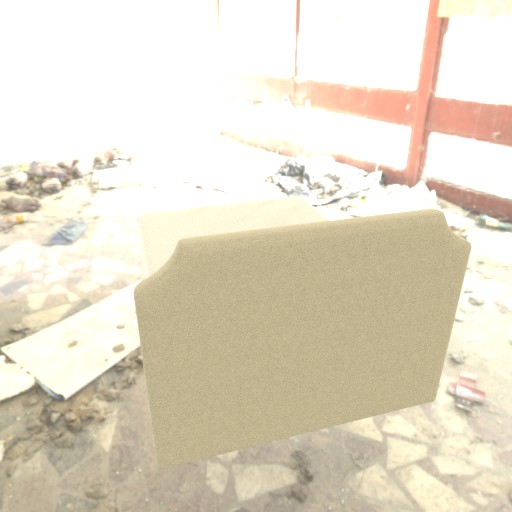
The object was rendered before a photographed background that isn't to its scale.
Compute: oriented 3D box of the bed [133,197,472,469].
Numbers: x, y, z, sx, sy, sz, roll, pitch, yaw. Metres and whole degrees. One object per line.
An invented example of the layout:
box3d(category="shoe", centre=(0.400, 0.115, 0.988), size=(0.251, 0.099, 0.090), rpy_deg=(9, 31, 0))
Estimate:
box3d(category="bed", centre=(0.000, 0.000, 3.130), size=(1.693, 1.290, 2.116), rpy_deg=(-8, 28, -15))
